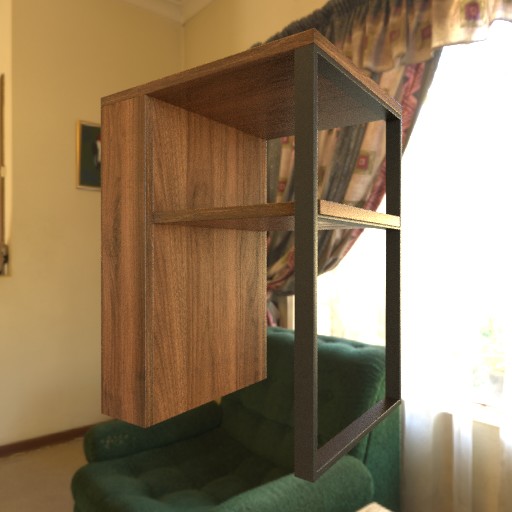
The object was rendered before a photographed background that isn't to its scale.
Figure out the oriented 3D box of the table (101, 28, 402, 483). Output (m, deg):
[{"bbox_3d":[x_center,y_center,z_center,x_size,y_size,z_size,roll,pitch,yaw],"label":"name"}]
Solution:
[{"bbox_3d":[0.000,0.000,1.504,0.786,1.041,0.660,0,0,35],"label":"table"}]
